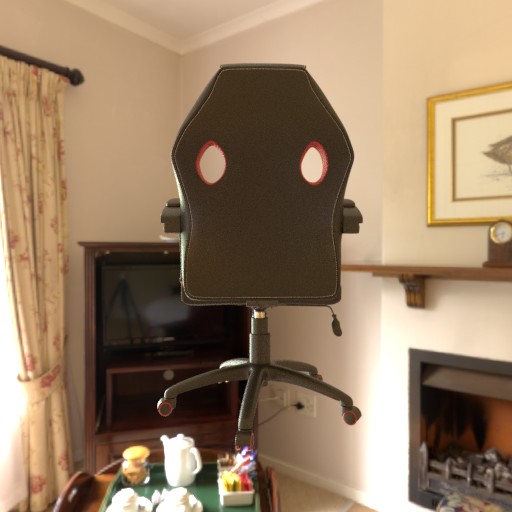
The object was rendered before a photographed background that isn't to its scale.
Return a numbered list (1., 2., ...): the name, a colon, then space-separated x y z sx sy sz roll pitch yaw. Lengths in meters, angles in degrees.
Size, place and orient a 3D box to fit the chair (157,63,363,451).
1. chair: 0.000 0.000 1.716 0.750 1.189 0.783 0 1 -1
